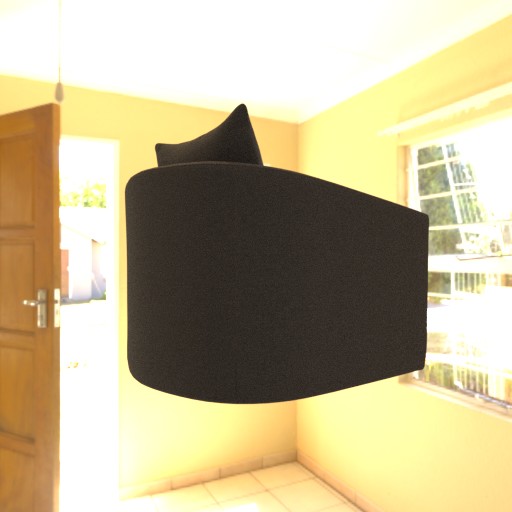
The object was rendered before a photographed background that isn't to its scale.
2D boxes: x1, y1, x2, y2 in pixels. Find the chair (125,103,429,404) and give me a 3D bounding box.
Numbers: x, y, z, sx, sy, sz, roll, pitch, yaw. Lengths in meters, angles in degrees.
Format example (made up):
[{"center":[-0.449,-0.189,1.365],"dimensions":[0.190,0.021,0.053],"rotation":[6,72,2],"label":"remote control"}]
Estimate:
[{"center":[0.000,0.000,1.608],"dimensions":[0.910,0.848,0.845],"rotation":[0,0,-37],"label":"chair"}]
